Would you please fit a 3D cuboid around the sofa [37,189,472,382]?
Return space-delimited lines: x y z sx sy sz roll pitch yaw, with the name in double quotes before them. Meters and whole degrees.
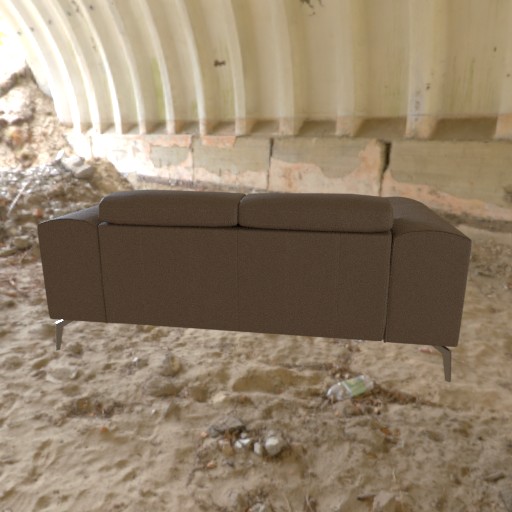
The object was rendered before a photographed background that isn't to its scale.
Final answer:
"sofa" 0.000 0.000 2.393 1.895 0.779 1.003 2 16 9
